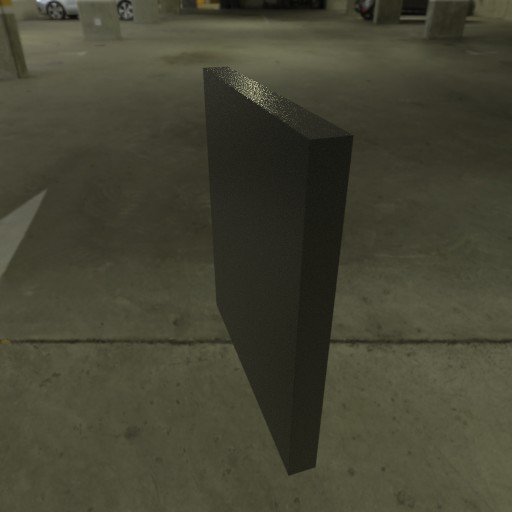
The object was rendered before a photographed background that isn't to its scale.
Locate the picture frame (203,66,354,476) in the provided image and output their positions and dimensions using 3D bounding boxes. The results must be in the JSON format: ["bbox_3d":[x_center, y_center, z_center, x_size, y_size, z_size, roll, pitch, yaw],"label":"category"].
[{"bbox_3d":[0.000,0.000,0.534,0.034,0.378,0.328,-10,33,-16],"label":"picture frame"}]
